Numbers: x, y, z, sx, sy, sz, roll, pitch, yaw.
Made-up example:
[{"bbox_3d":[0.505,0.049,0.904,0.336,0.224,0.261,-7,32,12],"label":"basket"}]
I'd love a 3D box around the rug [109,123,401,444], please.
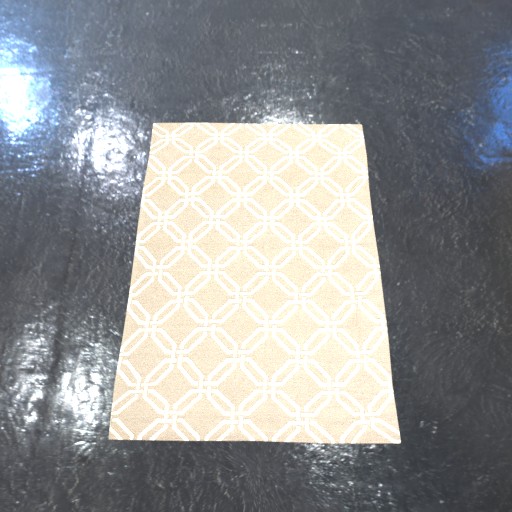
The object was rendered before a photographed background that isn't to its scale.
[{"bbox_3d":[0.000,0.000,2.743,1.524,0.013,2.135,0,64,0],"label":"rug"}]
